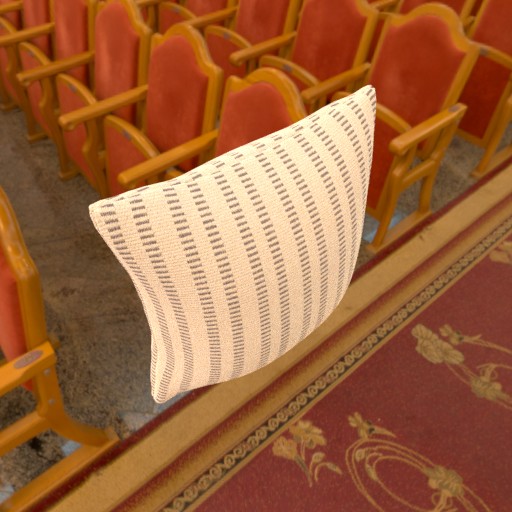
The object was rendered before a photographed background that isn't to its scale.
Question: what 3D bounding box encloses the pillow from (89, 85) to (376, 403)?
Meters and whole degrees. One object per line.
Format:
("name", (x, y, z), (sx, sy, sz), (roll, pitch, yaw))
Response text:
("pillow", (0.000, 0.000, 0.685), (0.438, 0.419, 0.247), (-31, 54, -26))
